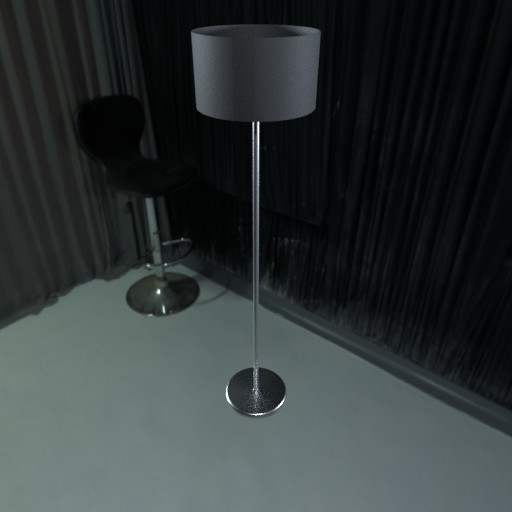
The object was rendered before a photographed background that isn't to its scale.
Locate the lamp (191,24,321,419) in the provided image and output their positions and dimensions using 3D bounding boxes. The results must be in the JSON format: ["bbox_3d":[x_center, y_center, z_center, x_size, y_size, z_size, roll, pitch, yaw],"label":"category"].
[{"bbox_3d":[0.000,0.000,1.584,0.348,1.443,0.348,22,38,31],"label":"lamp"}]
